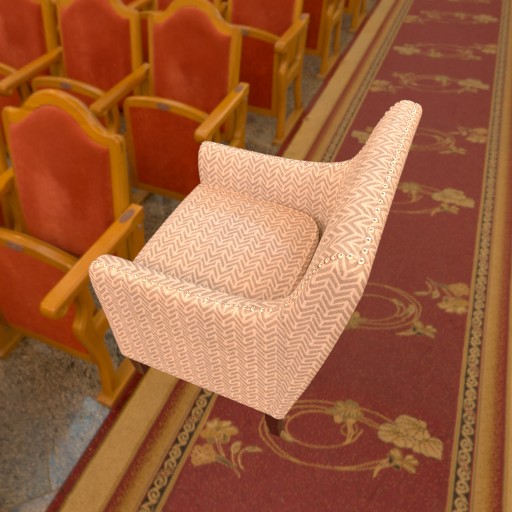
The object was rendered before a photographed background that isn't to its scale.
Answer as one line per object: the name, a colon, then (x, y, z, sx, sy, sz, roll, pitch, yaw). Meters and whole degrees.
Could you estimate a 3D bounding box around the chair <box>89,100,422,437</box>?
chair: (0.000, 0.000, 1.269, 0.651, 0.816, 0.623, 17, 49, 16)
